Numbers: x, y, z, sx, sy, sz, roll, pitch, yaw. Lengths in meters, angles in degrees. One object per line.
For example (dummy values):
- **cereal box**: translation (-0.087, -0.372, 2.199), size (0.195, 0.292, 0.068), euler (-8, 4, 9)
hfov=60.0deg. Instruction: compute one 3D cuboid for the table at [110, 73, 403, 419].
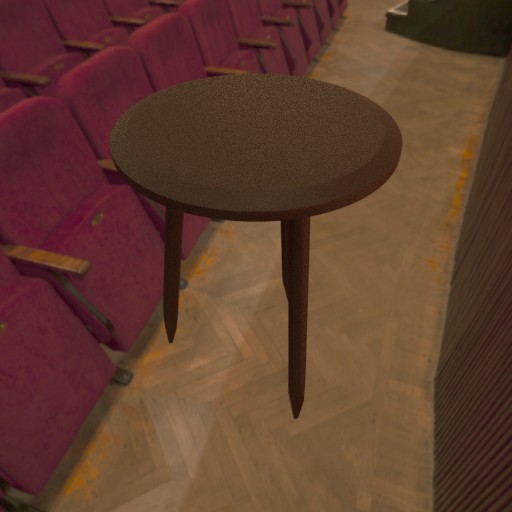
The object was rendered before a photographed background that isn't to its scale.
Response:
- **table**: translation (0.000, 0.000, 0.902), size (0.457, 0.585, 0.457), euler (0, 42, 0)
